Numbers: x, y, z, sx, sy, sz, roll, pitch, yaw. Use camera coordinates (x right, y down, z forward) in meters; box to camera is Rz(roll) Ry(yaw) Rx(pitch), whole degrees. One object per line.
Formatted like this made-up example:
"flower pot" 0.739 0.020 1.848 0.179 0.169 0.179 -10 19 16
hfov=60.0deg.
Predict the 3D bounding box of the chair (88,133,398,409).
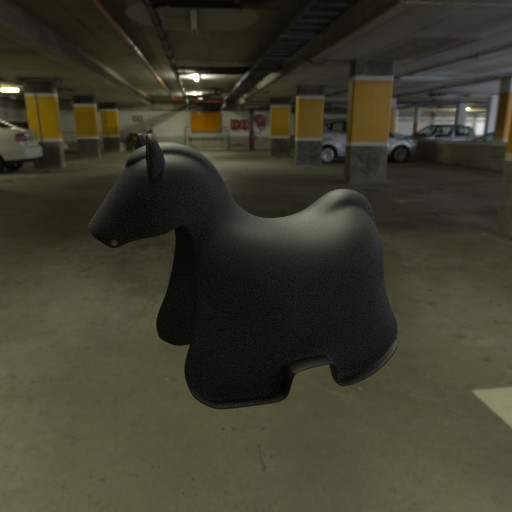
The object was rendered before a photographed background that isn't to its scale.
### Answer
"chair" 0.000 0.000 1.148 0.800 0.612 0.429 -7 17 -24
